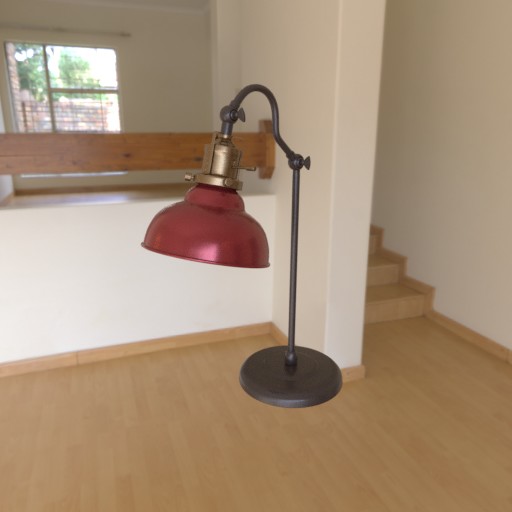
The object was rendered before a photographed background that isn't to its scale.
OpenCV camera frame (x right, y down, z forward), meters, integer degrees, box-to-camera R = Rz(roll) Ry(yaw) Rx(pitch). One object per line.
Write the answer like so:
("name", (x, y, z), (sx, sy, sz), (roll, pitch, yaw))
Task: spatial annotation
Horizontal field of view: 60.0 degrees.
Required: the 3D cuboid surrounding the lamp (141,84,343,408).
("lamp", (0.000, 0.000, 0.699), (0.192, 0.508, 0.374), (15, 22, 43))
